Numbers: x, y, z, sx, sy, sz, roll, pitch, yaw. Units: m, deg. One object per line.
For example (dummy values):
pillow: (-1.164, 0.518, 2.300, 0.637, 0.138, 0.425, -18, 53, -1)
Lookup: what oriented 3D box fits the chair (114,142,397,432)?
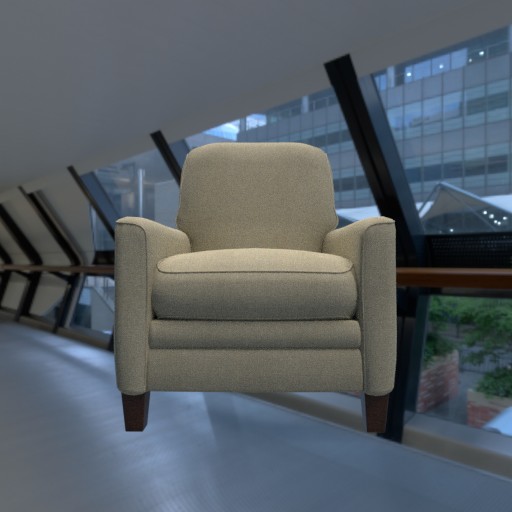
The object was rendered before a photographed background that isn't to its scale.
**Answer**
chair: (0.000, 0.000, 1.643, 0.850, 1.006, 0.853, 0, 0, 1)
